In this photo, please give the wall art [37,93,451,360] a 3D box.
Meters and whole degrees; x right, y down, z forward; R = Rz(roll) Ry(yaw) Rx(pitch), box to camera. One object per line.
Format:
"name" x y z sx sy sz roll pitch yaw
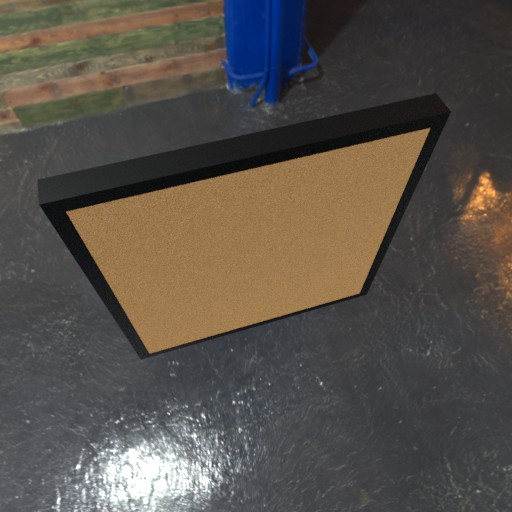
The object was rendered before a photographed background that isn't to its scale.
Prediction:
"wall art" 0.000 0.000 0.745 0.506 0.506 0.038 -15 59 -9
